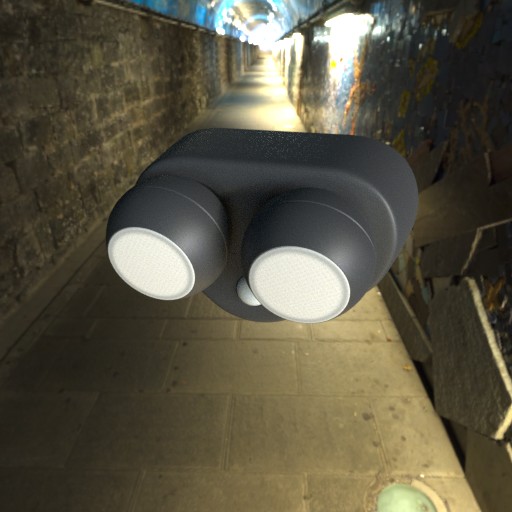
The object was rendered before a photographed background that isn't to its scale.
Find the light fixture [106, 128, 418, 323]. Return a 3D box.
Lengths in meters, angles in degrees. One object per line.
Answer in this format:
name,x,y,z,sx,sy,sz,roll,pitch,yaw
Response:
light fixture,0.000,0.000,0.335,0.229,0.159,0.159,7,27,15
